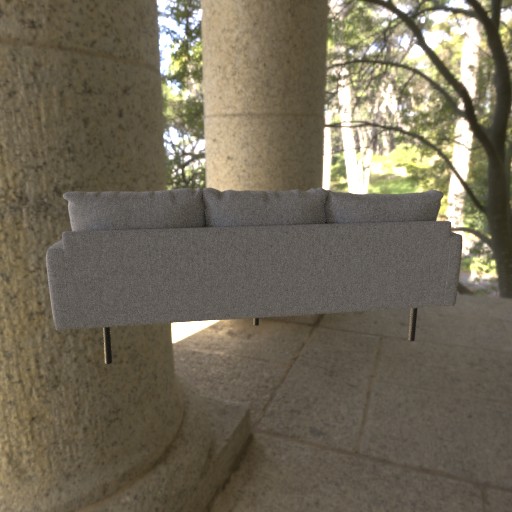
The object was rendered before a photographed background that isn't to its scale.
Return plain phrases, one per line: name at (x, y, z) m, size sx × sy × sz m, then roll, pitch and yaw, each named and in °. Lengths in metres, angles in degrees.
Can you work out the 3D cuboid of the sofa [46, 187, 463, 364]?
sofa at (0.000, 0.000, 2.519) m, size 2.000 × 0.830 × 0.850 m, roll -2°, pitch 14°, yaw -9°
